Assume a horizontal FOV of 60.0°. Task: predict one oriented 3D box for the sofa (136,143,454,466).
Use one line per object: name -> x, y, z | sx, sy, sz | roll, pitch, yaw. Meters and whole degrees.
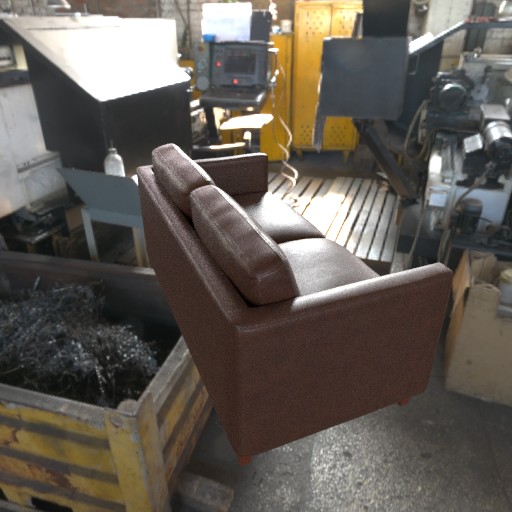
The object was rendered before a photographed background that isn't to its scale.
sofa -> 0.000, 0.000, 2.446 | 0.951, 0.933, 1.883 | -11, 31, -20
